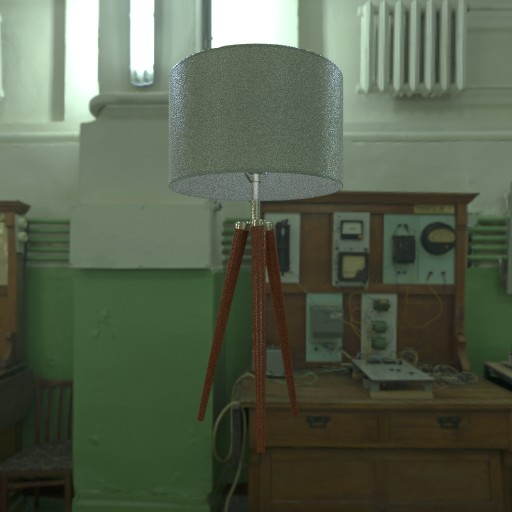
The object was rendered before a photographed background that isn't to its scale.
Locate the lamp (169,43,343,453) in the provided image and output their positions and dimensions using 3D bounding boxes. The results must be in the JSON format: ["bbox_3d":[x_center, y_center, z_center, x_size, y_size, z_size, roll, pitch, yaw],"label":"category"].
[{"bbox_3d":[0.000,0.000,0.915,0.355,0.709,0.354,0,-1,1],"label":"lamp"}]
